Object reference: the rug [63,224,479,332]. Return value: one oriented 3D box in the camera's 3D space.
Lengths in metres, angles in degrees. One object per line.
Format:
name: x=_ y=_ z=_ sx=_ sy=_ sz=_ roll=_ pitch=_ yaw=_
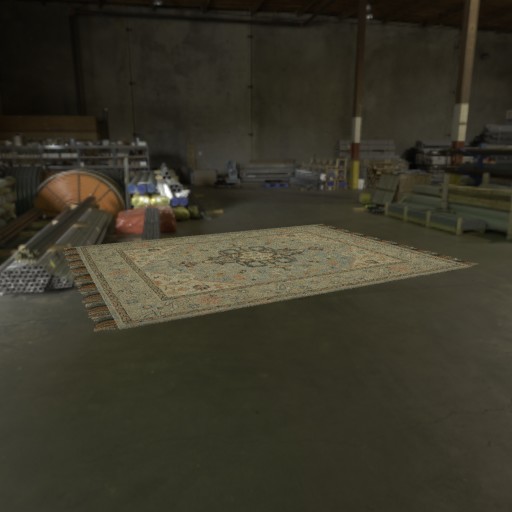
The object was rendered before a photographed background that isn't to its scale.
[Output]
rug: x=0.000 y=0.000 z=4.182 sx=3.221 sy=0.011 sz=2.379 roll=-7 pitch=15 yaw=-26
